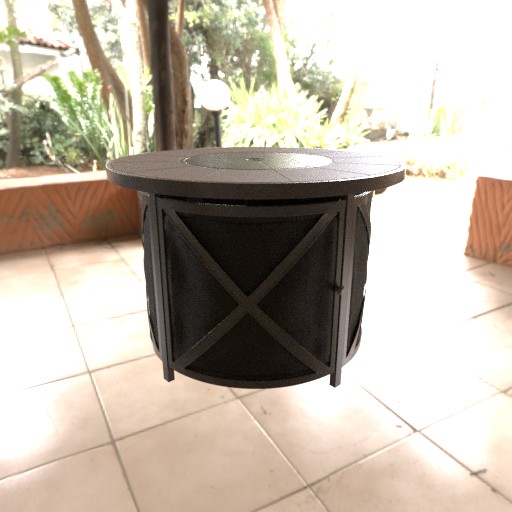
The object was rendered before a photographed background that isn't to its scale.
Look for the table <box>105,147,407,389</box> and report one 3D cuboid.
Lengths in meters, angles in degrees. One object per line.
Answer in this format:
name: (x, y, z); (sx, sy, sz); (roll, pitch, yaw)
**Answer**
table: (0.000, 0.000, 1.518); (0.914, 0.650, 0.914); (0, 19, 0)
